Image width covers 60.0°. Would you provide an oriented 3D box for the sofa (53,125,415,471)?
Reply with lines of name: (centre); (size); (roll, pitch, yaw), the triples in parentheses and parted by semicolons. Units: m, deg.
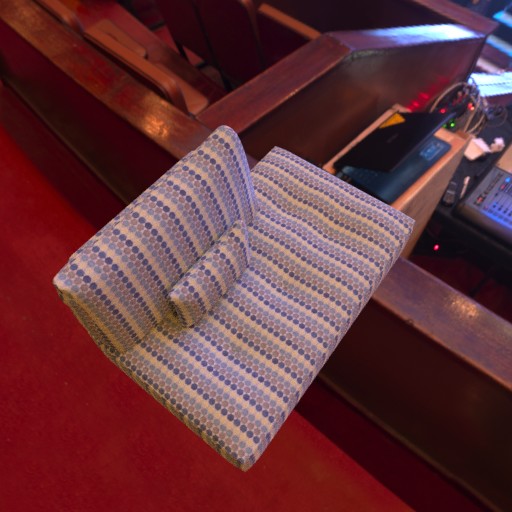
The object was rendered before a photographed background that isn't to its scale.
sofa: (0.000, 0.000, 2.025); (1.000, 0.820, 1.450); (33, 64, 18)
